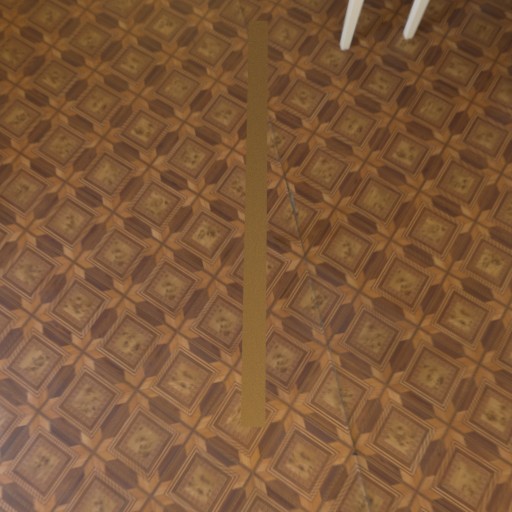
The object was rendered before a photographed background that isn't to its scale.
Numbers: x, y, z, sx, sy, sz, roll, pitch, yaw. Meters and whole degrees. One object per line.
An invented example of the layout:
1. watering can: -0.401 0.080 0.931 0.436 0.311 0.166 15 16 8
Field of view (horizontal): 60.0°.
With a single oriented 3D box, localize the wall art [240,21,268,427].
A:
1. wall art: 0.000 0.000 1.150 0.038 0.762 0.762 1 74 0
